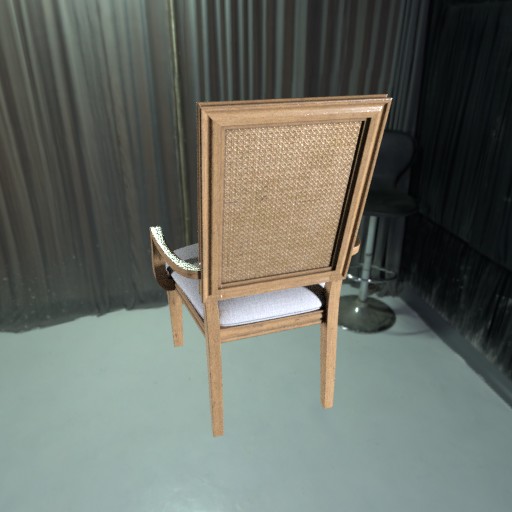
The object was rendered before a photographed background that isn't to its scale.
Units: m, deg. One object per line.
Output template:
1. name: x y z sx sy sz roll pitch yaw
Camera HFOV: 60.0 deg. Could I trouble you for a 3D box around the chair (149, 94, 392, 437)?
1. chair: 0.000 0.000 1.364 0.606 0.990 0.602 -8 28 -16
